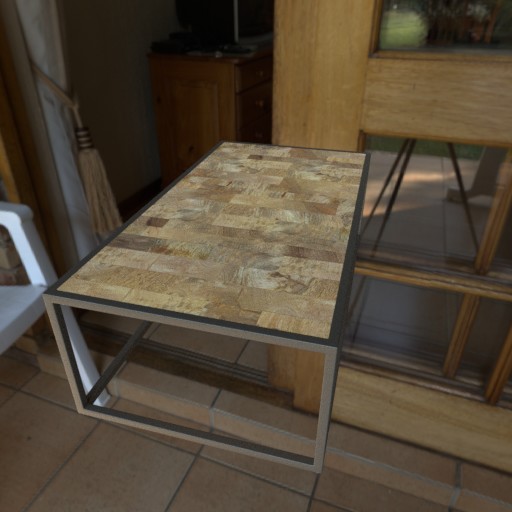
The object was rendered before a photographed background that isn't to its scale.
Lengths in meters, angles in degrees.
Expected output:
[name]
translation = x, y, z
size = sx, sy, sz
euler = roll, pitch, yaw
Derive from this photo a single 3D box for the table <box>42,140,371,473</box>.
[table]
translation = 0.000, 0.000, 1.500
size = 0.649, 0.398, 1.199
euler = 8, 32, 13
